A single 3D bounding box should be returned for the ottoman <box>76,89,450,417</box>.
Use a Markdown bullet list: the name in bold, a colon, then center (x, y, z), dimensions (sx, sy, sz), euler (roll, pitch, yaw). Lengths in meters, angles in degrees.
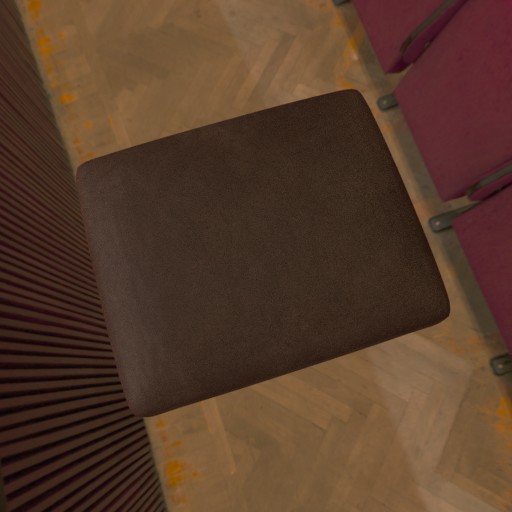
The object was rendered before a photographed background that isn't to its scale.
- **ottoman**: center (0.000, 0.000, 1.281), dimensions (0.806, 0.569, 0.670), euler (-17, 76, -4)
